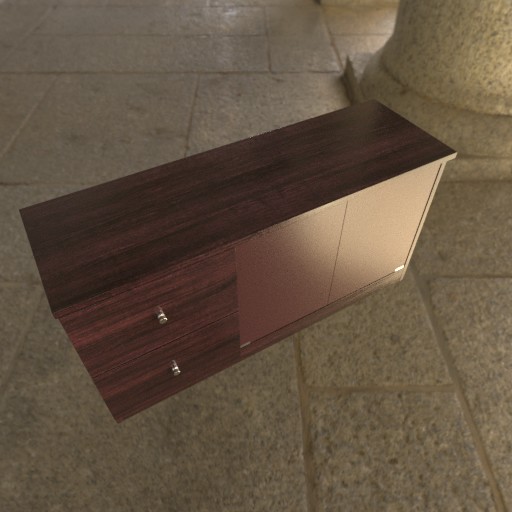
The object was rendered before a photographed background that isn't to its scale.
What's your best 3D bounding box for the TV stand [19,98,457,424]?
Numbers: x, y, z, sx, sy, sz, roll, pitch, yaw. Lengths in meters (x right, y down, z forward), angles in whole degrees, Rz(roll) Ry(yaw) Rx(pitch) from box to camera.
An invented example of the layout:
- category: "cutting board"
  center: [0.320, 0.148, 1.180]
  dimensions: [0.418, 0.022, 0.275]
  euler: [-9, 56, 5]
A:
- category: "TV stand"
  center: [0.000, 0.000, 1.460]
  dimensions: [1.192, 0.614, 0.404]
  euler: [-23, 51, -20]
